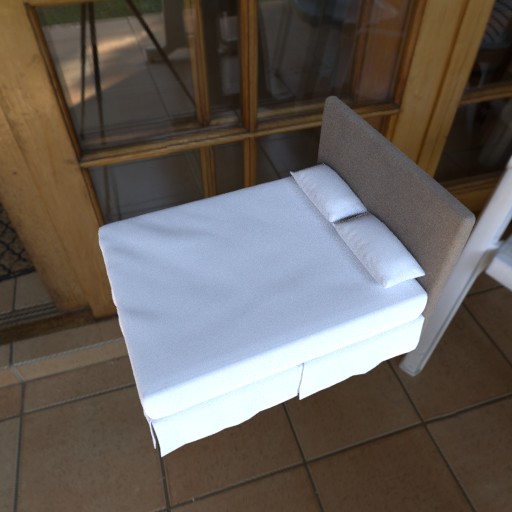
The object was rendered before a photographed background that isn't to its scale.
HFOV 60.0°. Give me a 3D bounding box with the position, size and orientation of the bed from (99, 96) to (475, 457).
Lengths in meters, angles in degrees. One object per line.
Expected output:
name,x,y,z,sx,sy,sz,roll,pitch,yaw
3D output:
bed,0.000,0.000,3.232,2.142,1.330,1.723,-17,48,-16
